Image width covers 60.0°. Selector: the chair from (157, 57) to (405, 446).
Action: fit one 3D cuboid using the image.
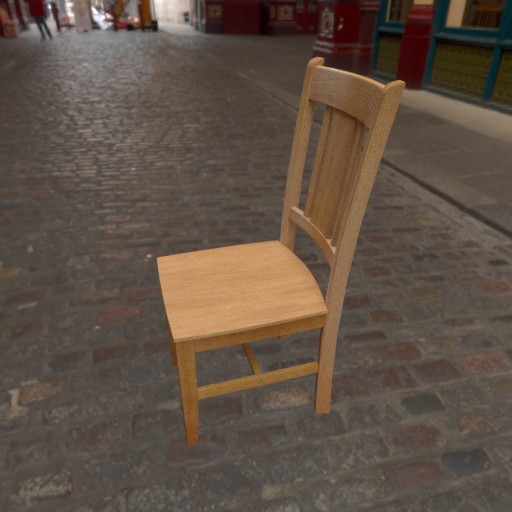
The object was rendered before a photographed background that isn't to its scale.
[{"bbox_3d":[0.000,0.000,1.287,0.556,0.998,0.450,-9,32,-14],"label":"chair"}]
